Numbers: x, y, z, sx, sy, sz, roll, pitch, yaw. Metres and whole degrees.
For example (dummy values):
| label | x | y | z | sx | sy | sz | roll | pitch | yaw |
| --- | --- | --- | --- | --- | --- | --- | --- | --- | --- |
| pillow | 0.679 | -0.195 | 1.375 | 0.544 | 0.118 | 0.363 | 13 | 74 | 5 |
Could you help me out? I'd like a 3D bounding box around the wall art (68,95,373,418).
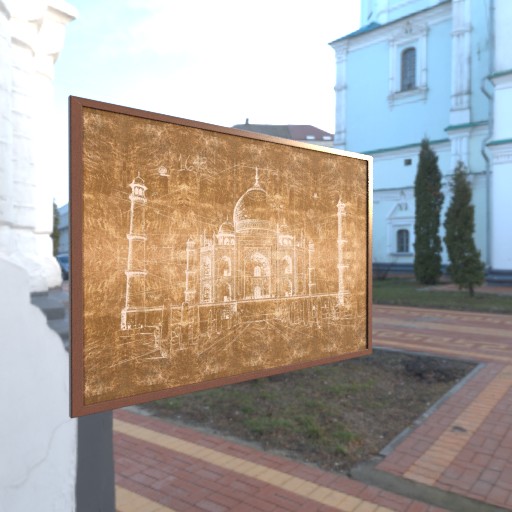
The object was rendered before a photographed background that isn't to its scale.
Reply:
| label | x | y | z | sx | sy | sz | roll | pitch | yaw |
| --- | --- | --- | --- | --- | --- | --- | --- | --- | --- |
| wall art | 0.000 | 0.000 | 0.825 | 0.660 | 0.455 | 0.014 | 0 | 1 | -37 |
